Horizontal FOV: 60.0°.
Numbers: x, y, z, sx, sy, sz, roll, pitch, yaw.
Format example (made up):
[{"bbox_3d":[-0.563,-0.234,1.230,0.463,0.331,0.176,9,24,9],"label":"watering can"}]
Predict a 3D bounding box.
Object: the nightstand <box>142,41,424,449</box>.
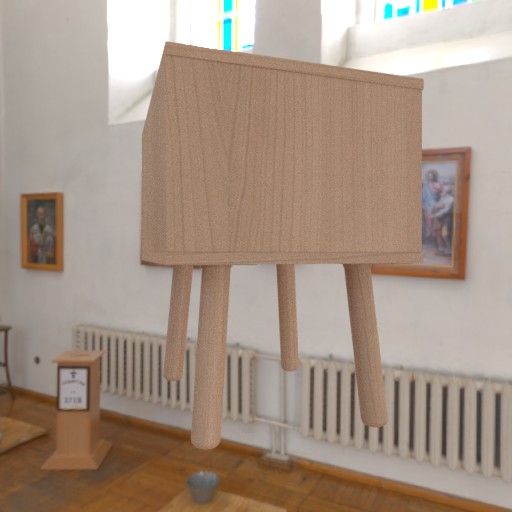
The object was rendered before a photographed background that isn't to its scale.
[{"bbox_3d":[0.000,0.000,0.818,0.380,0.530,0.450,0,0,-18],"label":"nightstand"}]
